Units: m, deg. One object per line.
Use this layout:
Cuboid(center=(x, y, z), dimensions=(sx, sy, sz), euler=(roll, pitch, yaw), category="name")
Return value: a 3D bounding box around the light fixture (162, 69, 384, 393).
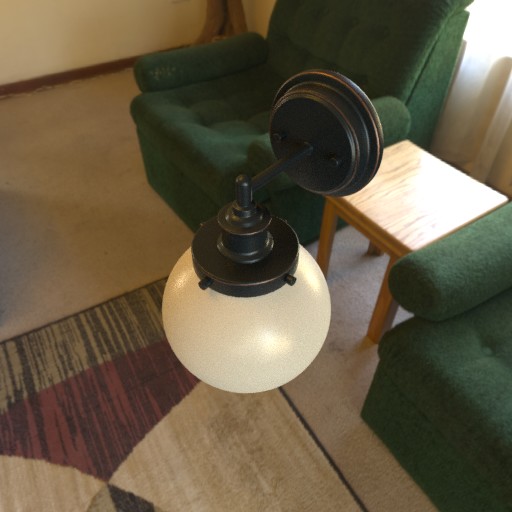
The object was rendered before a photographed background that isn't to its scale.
Cuboid(center=(0.000, 0.000, 0.484), dimensions=(0.197, 0.332, 0.230), euler=(31, 53, 28), category="light fixture")
